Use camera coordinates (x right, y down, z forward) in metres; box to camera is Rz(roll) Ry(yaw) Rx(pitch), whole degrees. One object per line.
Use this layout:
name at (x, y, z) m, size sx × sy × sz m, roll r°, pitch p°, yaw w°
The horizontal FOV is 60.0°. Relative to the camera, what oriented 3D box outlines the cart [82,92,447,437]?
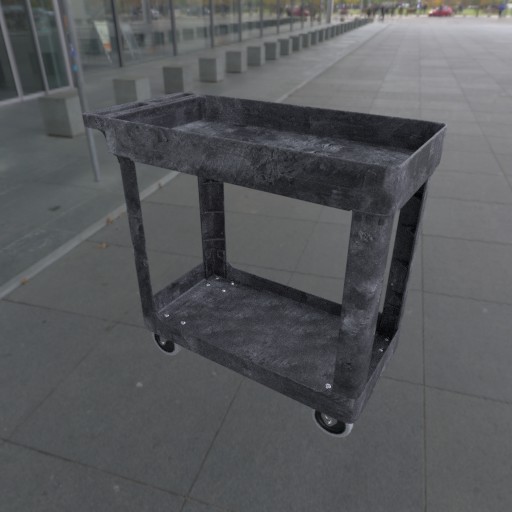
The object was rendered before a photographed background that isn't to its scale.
cart at (0.000, 0.000, 1.353) m, size 0.877 × 0.824 × 0.420 m, roll 18°, pitch 34°, yaw 28°
